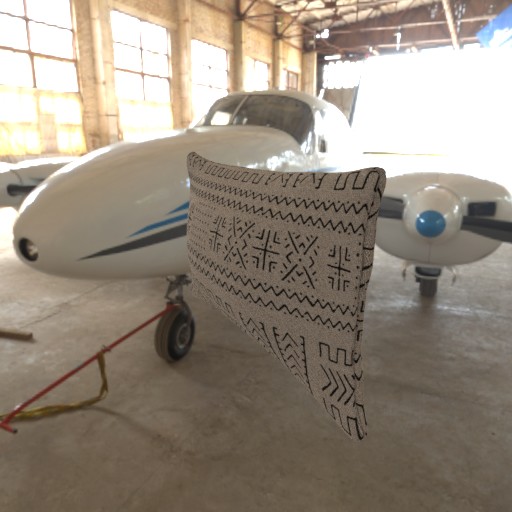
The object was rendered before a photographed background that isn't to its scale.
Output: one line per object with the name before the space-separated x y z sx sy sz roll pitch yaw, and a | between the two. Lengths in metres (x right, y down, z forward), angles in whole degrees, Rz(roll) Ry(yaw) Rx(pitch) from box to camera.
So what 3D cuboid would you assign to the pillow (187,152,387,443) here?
pillow | 0.000 0.000 0.802 0.188 0.352 0.637 -8 17 -27
